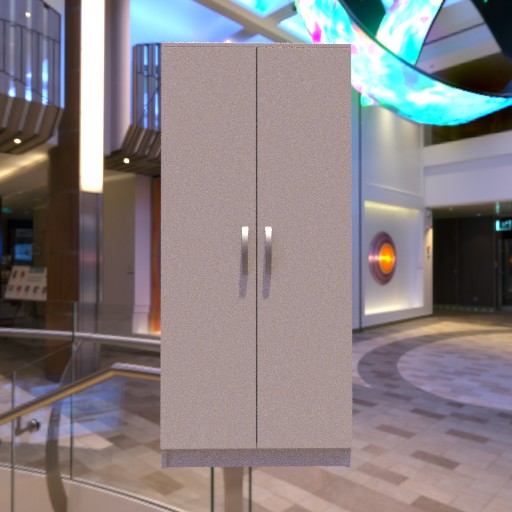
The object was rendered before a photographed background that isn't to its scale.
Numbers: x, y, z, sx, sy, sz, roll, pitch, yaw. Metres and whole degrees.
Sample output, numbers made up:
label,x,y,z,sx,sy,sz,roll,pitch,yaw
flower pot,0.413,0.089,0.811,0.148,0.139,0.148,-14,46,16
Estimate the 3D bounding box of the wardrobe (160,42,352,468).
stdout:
label,x,y,z,sx,sy,sz,roll,pitch,yaw
wardrobe,0.000,0.000,1.959,0.760,1.700,0.470,0,-1,-1
